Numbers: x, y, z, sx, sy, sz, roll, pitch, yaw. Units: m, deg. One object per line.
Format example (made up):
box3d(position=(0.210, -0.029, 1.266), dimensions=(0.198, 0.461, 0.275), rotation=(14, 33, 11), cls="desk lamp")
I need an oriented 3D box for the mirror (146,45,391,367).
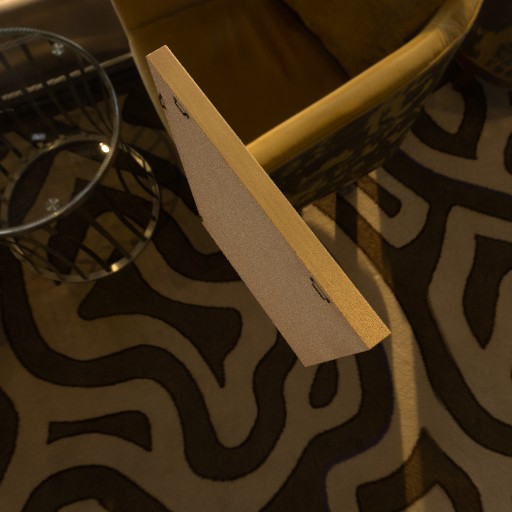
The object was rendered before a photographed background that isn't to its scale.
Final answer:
box3d(position=(0.000, 0.000, 0.925), dimensions=(0.039, 0.710, 0.507), rotation=(-34, 77, -9), cls="mirror")
